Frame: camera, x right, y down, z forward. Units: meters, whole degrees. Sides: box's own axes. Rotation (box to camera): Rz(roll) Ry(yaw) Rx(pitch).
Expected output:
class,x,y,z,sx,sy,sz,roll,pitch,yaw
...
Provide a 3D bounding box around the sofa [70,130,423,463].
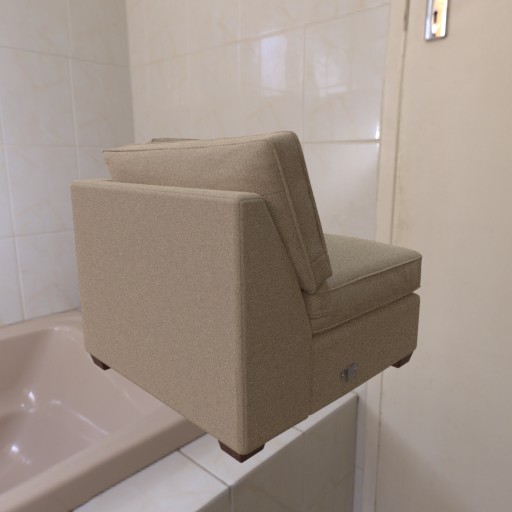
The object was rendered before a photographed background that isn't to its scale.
class,x,y,z,sx,sy,sz,roll,pitch,yaw
sofa,0.000,0.000,1.935,1.146,1.002,1.084,-12,17,-43
